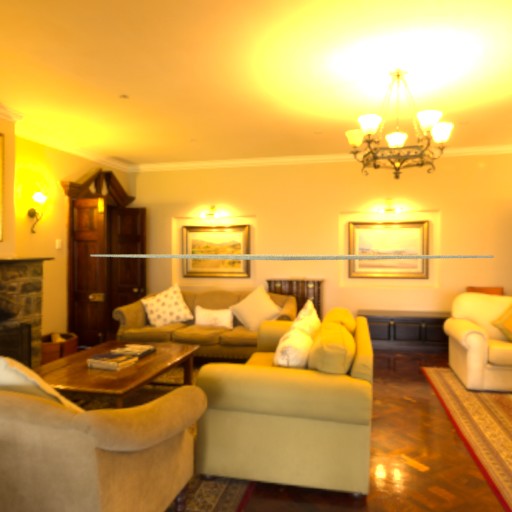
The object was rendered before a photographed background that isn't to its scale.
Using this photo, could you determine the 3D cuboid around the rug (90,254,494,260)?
[{"bbox_3d":[0.000,0.000,3.019,1.524,0.014,2.438,0,0,-36],"label":"rug"}]
